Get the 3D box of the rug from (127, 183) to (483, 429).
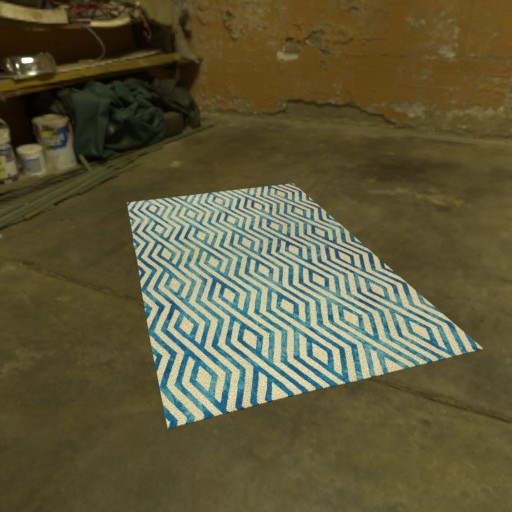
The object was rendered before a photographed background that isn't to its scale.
[{"bbox_3d":[0.000,0.000,2.959,1.531,0.008,2.439,-9,30,-16],"label":"rug"}]
